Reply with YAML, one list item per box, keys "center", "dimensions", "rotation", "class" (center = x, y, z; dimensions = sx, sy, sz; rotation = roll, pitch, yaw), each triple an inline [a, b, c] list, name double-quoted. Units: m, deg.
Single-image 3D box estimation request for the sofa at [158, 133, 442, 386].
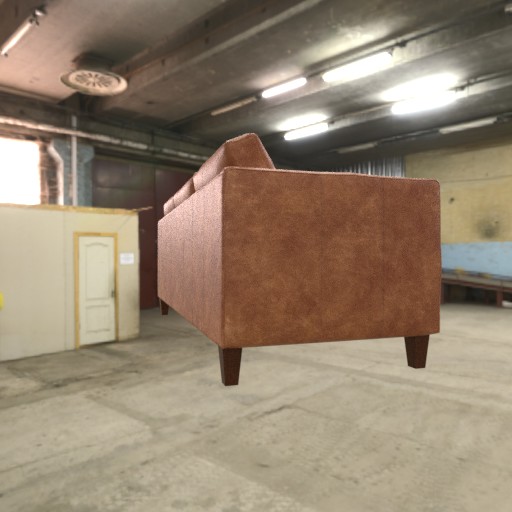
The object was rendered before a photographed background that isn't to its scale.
- center: [0.000, 0.000, 2.933]
  dimensions: [1.045, 1.006, 2.464]
  rotation: [0, 0, -18]
  class: "sofa"
